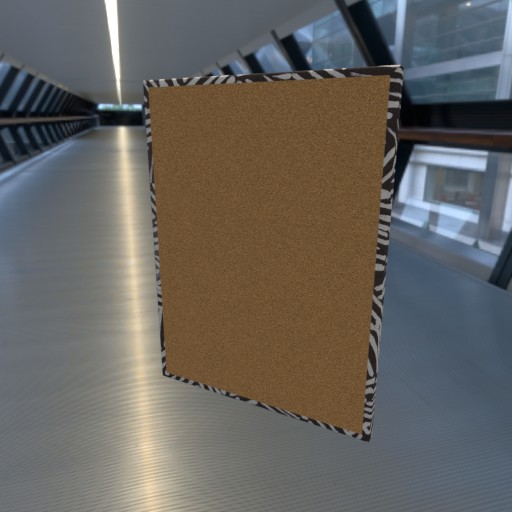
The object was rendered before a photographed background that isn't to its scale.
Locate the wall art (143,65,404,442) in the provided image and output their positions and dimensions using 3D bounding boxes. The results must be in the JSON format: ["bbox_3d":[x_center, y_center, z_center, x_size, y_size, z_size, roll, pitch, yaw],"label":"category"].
[{"bbox_3d":[0.000,0.000,1.334,0.765,1.017,0.038,9,18,27],"label":"wall art"}]
